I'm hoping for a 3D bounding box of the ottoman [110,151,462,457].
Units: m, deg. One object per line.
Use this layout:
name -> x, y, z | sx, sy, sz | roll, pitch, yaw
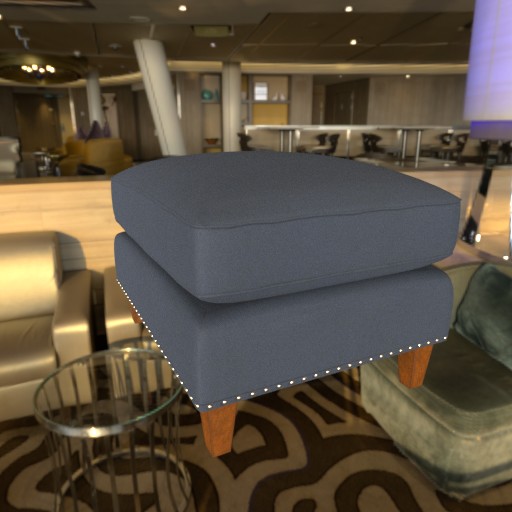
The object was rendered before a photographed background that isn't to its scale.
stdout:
ottoman -> 0.000, 0.000, 1.120 | 0.584, 0.513, 0.741 | -8, 18, -26
